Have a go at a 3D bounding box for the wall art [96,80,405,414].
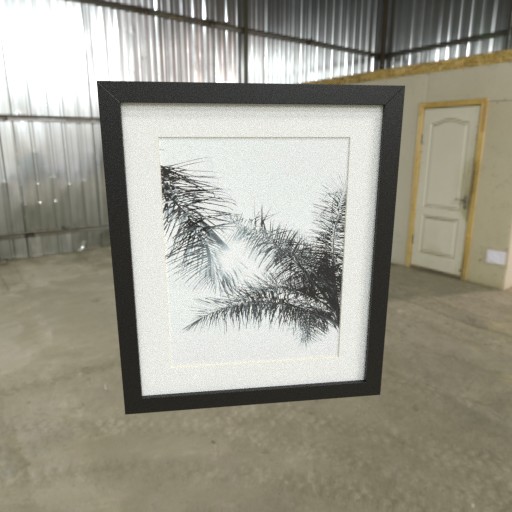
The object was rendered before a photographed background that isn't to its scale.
[{"bbox_3d":[0.000,0.000,0.525,0.325,0.380,0.028,-2,15,-7],"label":"wall art"}]
